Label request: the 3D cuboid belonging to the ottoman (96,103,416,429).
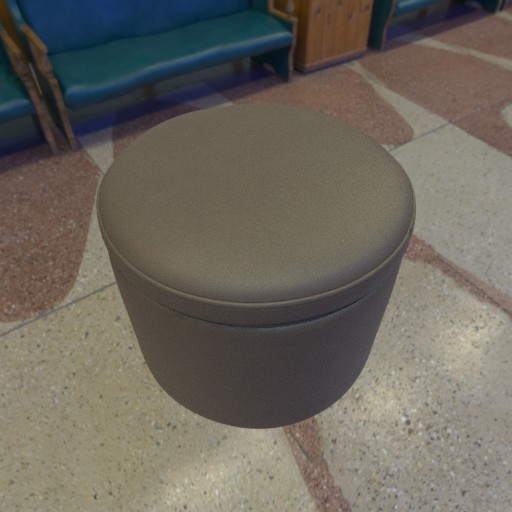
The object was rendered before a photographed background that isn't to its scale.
[{"bbox_3d":[0.000,0.000,0.828,0.500,0.409,0.500,0,46,0],"label":"ottoman"}]
